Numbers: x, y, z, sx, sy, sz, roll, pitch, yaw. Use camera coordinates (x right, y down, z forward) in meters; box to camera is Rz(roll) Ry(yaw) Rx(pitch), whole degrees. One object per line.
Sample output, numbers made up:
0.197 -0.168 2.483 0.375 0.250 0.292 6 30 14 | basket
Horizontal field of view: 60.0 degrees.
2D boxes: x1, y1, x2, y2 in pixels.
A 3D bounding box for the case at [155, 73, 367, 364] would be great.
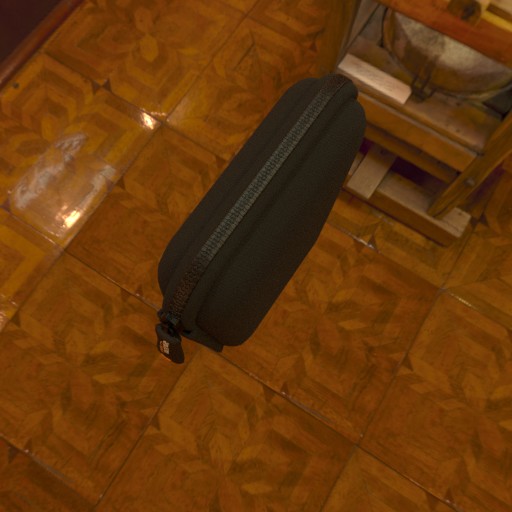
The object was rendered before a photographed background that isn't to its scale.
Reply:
0.000 0.000 0.190 0.030 0.147 0.107 34 78 8 | case
